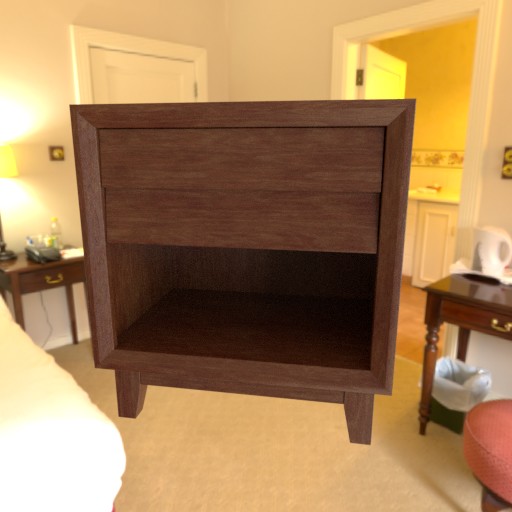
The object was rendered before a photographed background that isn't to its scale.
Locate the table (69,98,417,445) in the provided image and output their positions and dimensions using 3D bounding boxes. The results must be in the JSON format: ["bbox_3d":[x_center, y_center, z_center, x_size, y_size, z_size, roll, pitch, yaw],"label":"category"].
[{"bbox_3d":[0.000,0.000,0.984,0.557,0.609,0.449,2,14,10],"label":"table"}]
